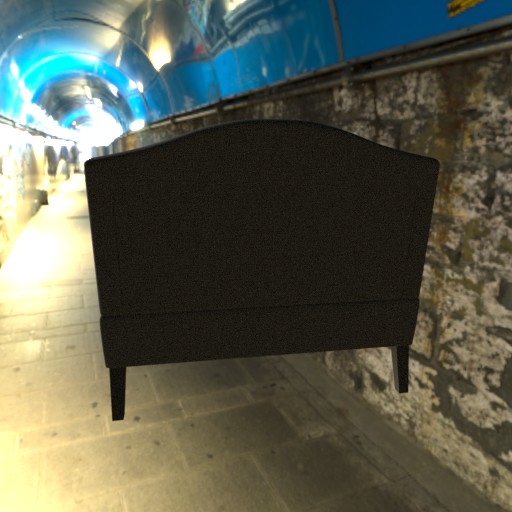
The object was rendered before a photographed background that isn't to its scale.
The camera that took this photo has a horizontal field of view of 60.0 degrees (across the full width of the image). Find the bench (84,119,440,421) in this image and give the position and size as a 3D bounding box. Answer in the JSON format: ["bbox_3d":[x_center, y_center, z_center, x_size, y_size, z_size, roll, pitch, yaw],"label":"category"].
[{"bbox_3d":[0.000,0.000,2.079,1.335,1.180,0.815,-2,13,-9],"label":"bench"}]
